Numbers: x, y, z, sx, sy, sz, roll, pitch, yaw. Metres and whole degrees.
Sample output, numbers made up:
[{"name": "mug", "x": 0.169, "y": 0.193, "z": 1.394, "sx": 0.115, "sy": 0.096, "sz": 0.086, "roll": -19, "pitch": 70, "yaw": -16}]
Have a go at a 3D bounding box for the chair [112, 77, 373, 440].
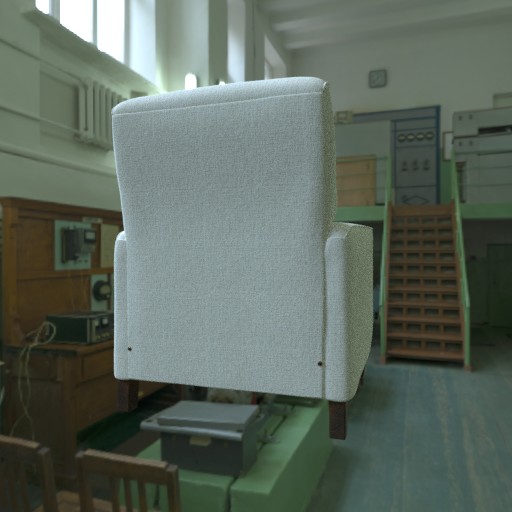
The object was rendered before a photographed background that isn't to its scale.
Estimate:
[{"name": "chair", "x": 0.000, "y": 0.000, "z": 1.675, "sx": 0.841, "sy": 1.028, "sz": 0.858, "roll": 0, "pitch": 0, "yaw": 18}]
